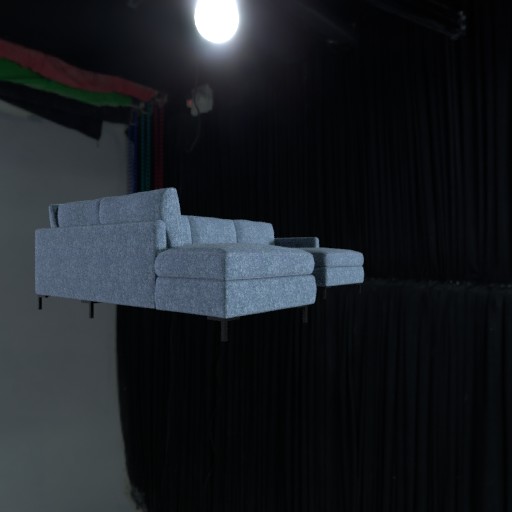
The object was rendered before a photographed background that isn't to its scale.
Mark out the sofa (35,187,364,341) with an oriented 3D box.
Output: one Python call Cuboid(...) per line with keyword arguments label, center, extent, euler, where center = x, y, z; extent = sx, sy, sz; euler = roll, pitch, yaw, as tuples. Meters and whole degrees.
Cuboid(label="sofa", center=(0.000, 0.000, 3.585), extent=(1.879, 0.756, 2.737), euler=(0, 0, 39))
